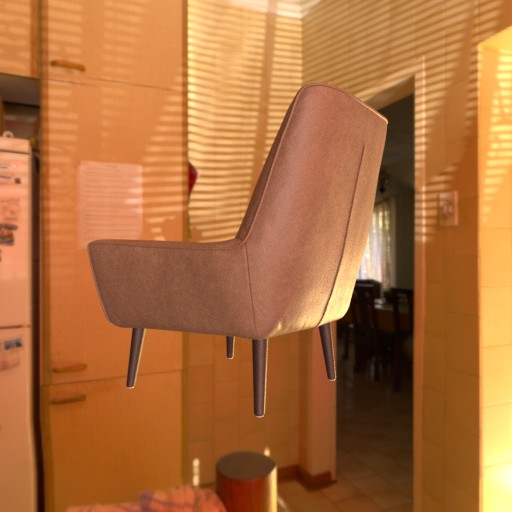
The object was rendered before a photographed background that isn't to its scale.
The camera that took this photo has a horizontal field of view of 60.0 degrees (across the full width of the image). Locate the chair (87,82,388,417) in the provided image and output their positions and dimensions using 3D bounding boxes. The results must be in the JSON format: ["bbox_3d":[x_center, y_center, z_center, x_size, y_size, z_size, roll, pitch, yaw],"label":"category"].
[{"bbox_3d":[0.000,0.000,1.508,0.824,0.888,0.787,0,0,36],"label":"chair"}]
